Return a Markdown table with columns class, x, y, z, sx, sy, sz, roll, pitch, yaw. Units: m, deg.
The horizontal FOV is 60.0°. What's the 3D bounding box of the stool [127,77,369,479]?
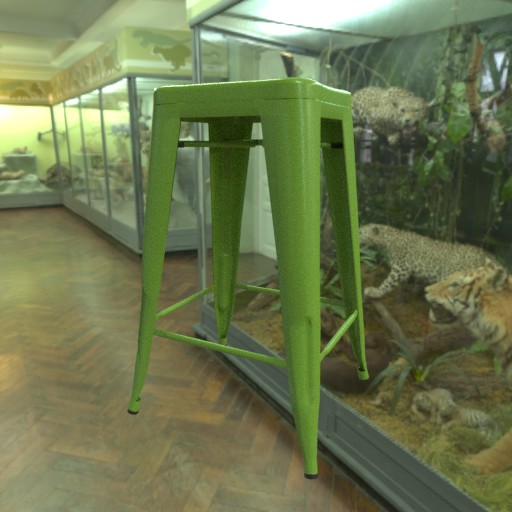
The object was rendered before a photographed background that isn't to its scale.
| class | x | y | z | sx | sy | sz | roll | pitch | yaw |
| --- | --- | --- | --- | --- | --- | --- | --- | --- | --- |
| stool | 0.000 | 0.000 | 0.862 | 0.398 | 0.609 | 0.358 | 8 | 17 | 27 |
